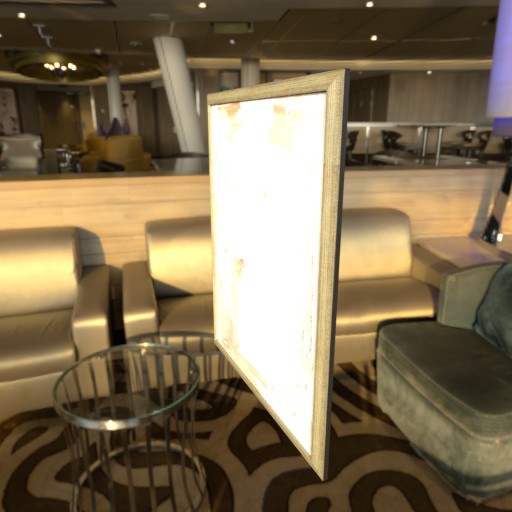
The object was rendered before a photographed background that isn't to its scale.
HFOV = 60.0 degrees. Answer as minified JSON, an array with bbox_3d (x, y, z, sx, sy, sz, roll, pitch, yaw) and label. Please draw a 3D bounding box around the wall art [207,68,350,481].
[{"bbox_3d":[0.000,0.000,0.914,0.018,0.660,0.559,-7,18,-24],"label":"wall art"}]
